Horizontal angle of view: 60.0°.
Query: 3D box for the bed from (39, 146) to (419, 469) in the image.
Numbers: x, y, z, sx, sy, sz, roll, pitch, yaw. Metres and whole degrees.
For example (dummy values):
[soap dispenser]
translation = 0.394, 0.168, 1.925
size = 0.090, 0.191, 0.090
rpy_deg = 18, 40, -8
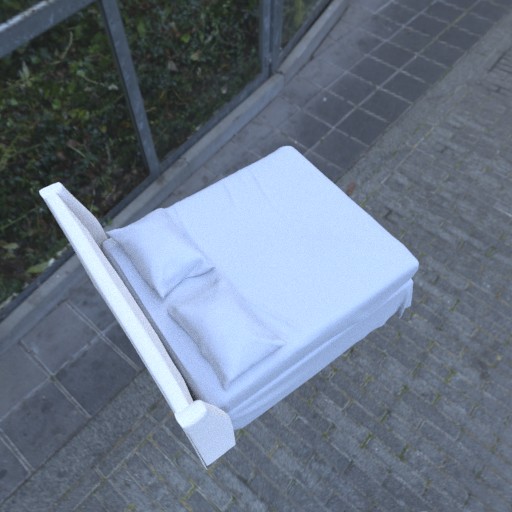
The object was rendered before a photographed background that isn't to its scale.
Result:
[bed]
translation = 0.000, 0.000, 3.461
size = 2.276, 1.332, 1.925
rpy_deg = -31, 62, -19
